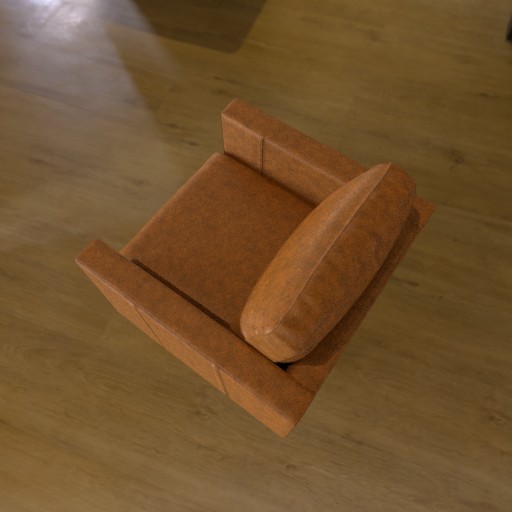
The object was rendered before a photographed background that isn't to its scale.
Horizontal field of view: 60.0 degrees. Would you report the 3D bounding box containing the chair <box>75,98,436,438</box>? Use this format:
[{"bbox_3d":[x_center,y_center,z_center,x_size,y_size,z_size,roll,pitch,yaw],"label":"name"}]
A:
[{"bbox_3d":[0.000,0.000,1.680,0.909,0.956,0.890,33,68,15],"label":"chair"}]
